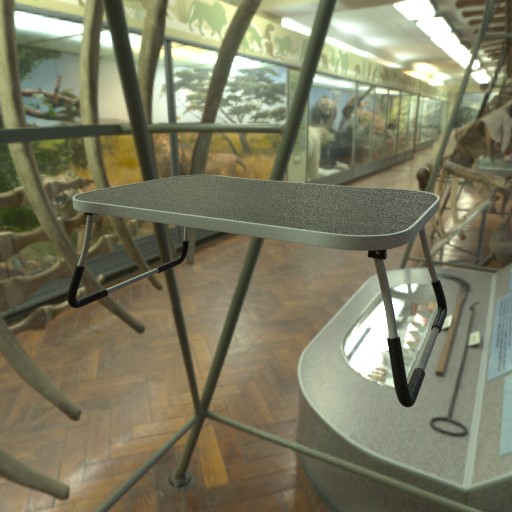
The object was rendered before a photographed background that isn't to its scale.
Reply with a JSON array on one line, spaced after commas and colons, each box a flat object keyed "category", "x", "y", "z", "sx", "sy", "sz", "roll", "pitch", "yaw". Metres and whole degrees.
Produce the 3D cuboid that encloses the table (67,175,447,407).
[{"category": "table", "x": 0.000, "y": 0.000, "z": 0.838, "sx": 0.660, "sy": 0.232, "sz": 0.400, "roll": 10, "pitch": 20, "yaw": 28}]
